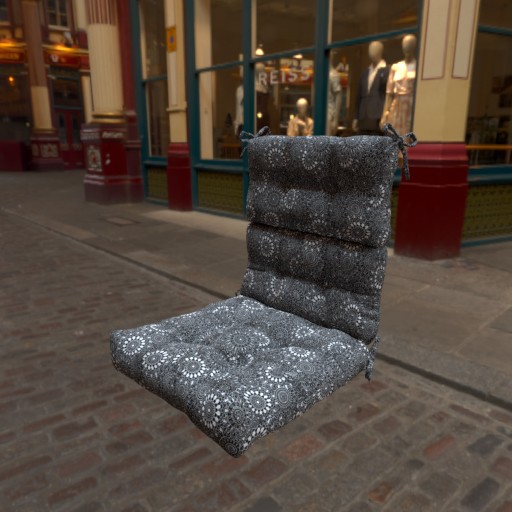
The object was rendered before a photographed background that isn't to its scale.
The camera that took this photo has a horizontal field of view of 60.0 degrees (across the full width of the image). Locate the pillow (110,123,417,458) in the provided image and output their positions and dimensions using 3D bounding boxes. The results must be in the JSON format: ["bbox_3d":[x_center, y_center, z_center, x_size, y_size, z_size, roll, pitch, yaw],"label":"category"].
[{"bbox_3d":[0.000,0.000,1.051,0.571,0.605,0.519,-14,21,-42],"label":"pillow"}]
